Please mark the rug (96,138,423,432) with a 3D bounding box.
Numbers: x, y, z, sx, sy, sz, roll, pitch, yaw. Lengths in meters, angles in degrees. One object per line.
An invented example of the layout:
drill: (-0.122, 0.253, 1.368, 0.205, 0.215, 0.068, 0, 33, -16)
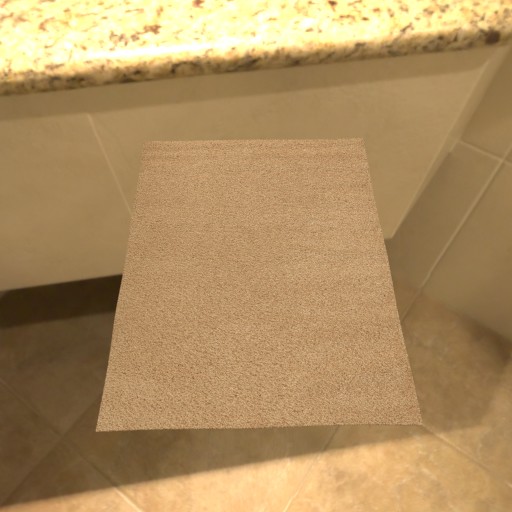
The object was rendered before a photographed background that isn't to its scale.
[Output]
rug: (0.000, 0.000, 4.058, 2.400, 0.026, 3.000, -1, 58, -1)
